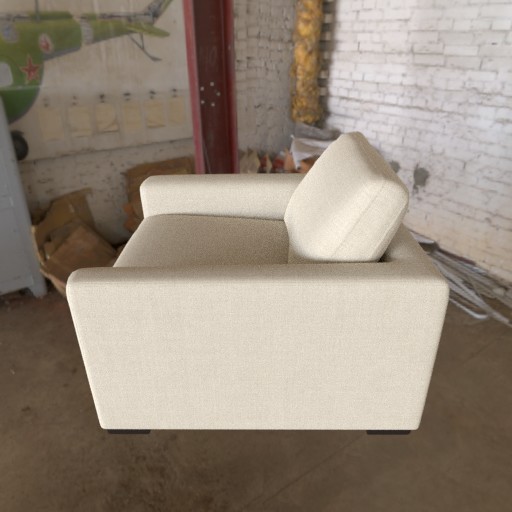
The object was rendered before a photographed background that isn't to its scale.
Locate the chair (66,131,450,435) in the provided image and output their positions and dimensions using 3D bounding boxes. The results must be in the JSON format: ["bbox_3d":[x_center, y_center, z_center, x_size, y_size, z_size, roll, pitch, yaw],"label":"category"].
[{"bbox_3d":[0.000,0.000,1.782,1.100,0.876,1.070,0,27,0],"label":"chair"}]
